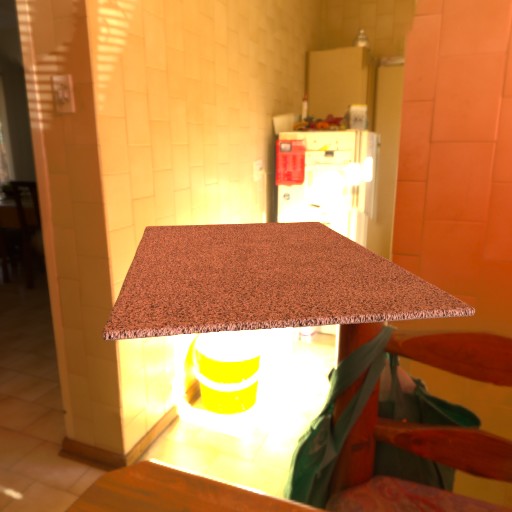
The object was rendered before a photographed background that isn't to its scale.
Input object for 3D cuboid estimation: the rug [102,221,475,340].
[{"bbox_3d":[0.000,0.000,2.251,1.219,0.030,1.778,-2,14,-9],"label":"rug"}]
